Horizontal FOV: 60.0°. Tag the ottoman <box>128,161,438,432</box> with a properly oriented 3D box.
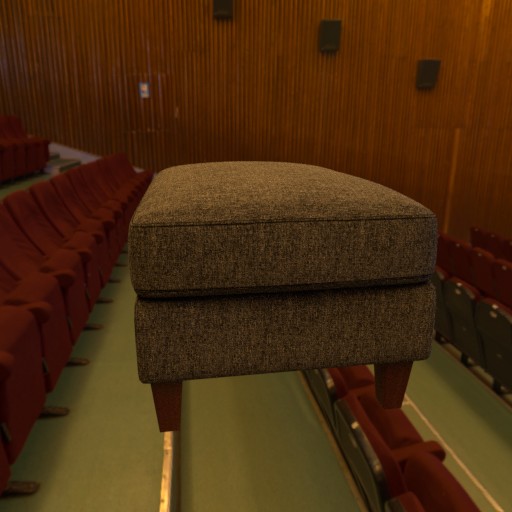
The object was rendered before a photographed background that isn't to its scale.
[{"bbox_3d":[0.000,0.000,1.210,0.584,0.483,0.864,-3,16,-9],"label":"ottoman"}]
